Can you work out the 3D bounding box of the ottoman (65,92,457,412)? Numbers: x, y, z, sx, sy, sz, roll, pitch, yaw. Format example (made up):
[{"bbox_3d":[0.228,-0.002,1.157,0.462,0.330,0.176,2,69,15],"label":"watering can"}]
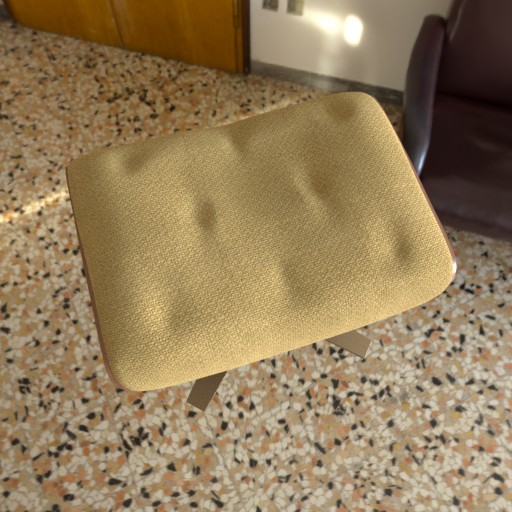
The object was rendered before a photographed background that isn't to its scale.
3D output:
[{"bbox_3d":[0.000,0.000,0.799,0.520,0.391,0.394,-16,63,-8],"label":"ottoman"}]
